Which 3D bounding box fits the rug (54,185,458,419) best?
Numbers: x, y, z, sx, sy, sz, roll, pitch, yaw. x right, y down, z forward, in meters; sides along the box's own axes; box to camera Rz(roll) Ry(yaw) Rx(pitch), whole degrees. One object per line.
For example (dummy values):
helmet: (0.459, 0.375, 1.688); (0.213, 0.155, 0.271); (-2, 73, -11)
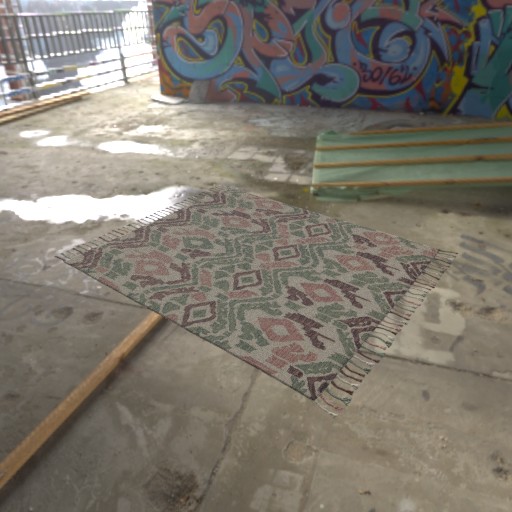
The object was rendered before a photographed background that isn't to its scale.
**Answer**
rug: (0.000, 0.000, 4.199); (3.048, 0.010, 2.438); (21, 36, 32)
